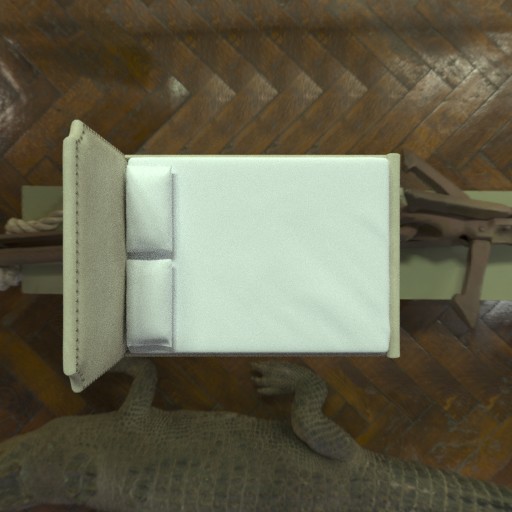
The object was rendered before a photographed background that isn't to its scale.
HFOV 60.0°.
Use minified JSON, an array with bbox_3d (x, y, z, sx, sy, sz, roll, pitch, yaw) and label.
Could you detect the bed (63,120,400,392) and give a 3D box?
[{"bbox_3d":[0.000,0.000,3.369,2.372,1.443,1.712,0,90,0],"label":"bed"}]
